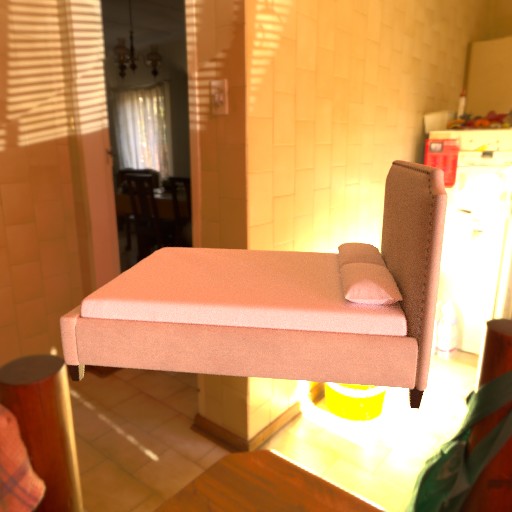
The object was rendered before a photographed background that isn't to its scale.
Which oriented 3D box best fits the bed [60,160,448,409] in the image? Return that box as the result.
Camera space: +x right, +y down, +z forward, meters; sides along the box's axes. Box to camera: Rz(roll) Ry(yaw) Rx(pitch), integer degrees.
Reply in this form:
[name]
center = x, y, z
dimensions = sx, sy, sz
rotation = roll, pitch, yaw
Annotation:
[bed]
center = 0.000, 0.000, 3.470
dimensions = 2.372, 1.443, 1.712
rotation = 2, 14, 8
